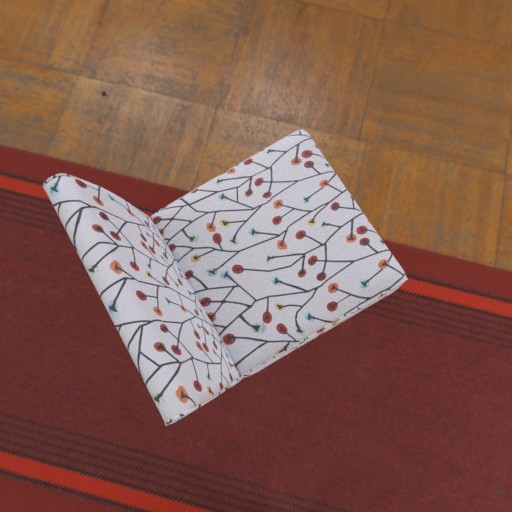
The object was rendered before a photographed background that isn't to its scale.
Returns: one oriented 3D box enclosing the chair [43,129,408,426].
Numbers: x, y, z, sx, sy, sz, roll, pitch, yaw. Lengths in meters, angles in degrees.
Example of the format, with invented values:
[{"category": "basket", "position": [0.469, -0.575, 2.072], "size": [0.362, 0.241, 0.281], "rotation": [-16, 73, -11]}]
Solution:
[{"category": "chair", "position": [0.000, 0.000, 1.311], "size": [0.732, 0.813, 0.597], "rotation": [-30, 78, -7]}]
